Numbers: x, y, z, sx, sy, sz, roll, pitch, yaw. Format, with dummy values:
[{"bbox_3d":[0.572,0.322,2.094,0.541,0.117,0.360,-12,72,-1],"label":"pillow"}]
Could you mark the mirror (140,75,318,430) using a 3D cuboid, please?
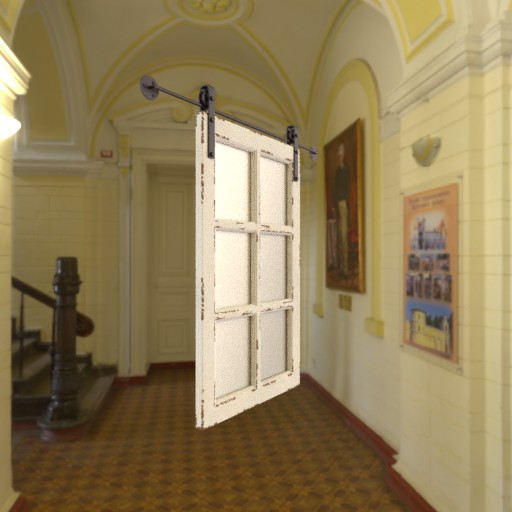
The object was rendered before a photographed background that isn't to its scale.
[{"bbox_3d":[0.000,0.000,1.267,0.037,0.844,0.808,0,0,35],"label":"mirror"}]
